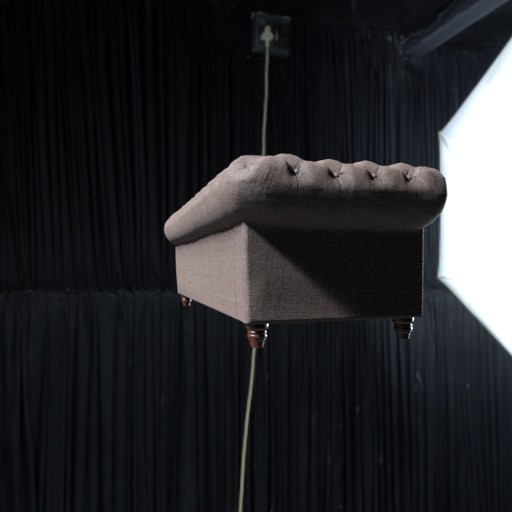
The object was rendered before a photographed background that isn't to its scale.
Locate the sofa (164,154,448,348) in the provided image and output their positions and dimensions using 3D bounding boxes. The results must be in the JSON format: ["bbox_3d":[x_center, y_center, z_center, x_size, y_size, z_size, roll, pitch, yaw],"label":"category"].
[{"bbox_3d":[0.000,0.000,2.808,0.944,0.787,2.385,0,-1,-17],"label":"sofa"}]
